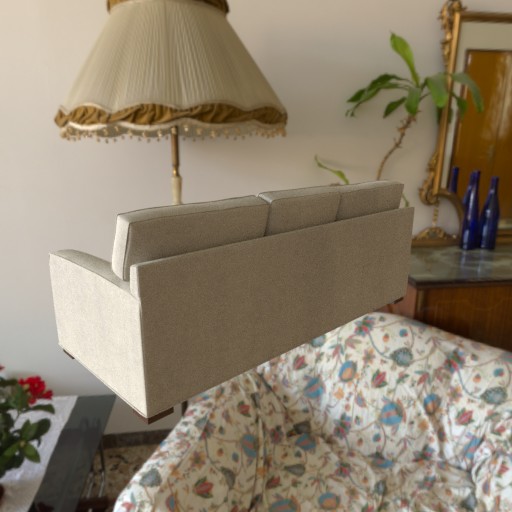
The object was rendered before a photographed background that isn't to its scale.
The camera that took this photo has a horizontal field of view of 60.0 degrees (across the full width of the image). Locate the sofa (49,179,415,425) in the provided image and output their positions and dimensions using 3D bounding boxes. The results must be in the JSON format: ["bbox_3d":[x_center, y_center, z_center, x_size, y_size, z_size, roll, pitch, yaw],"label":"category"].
[{"bbox_3d":[0.000,0.000,2.674,2.093,0.862,0.936,-14,20,-42],"label":"sofa"}]
